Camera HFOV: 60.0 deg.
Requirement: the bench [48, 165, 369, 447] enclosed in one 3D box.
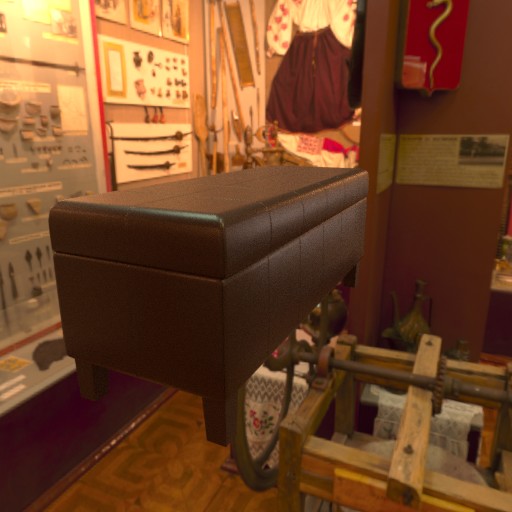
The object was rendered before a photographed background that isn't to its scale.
[{"bbox_3d":[0.000,0.000,1.335,0.429,0.457,1.092,8,18,25],"label":"bench"}]
